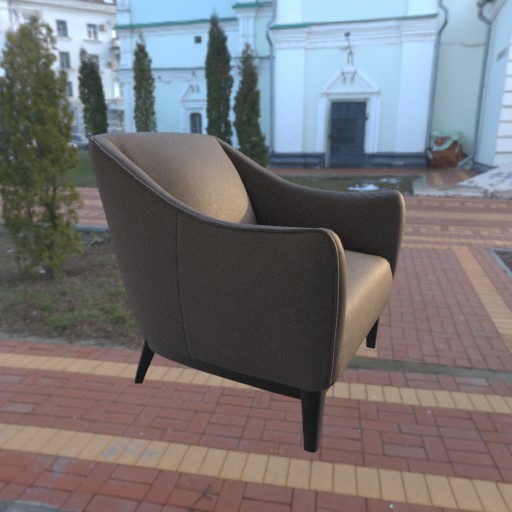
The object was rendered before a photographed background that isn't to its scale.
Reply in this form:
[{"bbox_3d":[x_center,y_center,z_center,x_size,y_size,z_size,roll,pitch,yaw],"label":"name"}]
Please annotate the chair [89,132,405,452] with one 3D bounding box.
[{"bbox_3d":[0.000,0.000,1.535,0.852,0.830,0.871,8,17,26],"label":"chair"}]
